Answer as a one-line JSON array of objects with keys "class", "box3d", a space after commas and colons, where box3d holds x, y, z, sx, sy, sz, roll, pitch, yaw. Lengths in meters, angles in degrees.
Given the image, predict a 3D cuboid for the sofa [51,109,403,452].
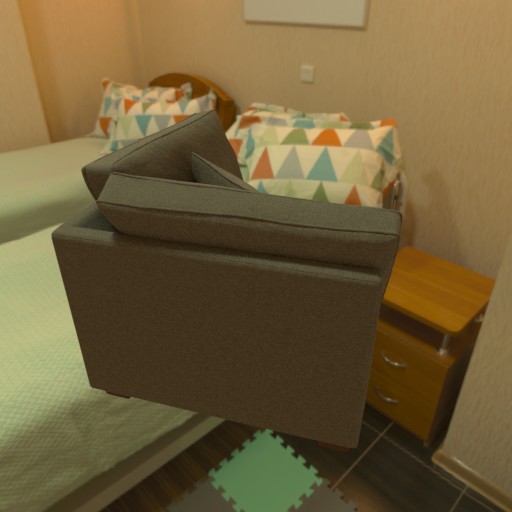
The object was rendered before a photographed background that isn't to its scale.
[{"class": "sofa", "box3d": [0.000, 0.000, 1.833, 1.050, 0.951, 1.042, 9, 31, 14]}]
